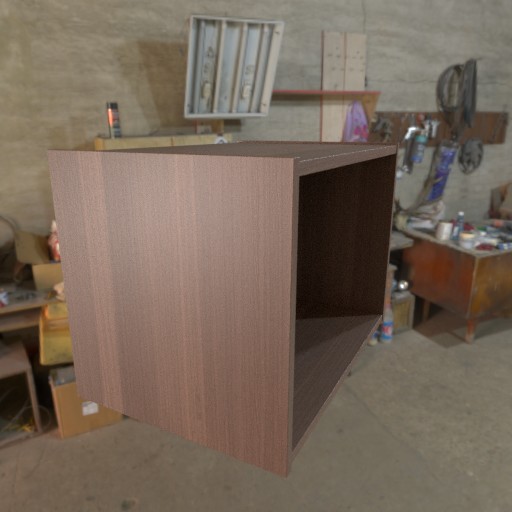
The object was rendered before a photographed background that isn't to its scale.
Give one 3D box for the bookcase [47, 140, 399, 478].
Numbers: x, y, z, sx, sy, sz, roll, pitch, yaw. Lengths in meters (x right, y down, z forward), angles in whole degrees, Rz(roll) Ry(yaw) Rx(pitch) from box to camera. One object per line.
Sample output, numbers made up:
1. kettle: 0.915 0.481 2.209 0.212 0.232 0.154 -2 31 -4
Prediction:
1. bookcase: 0.000 0.000 0.630 0.290 0.305 0.415 8 18 27
